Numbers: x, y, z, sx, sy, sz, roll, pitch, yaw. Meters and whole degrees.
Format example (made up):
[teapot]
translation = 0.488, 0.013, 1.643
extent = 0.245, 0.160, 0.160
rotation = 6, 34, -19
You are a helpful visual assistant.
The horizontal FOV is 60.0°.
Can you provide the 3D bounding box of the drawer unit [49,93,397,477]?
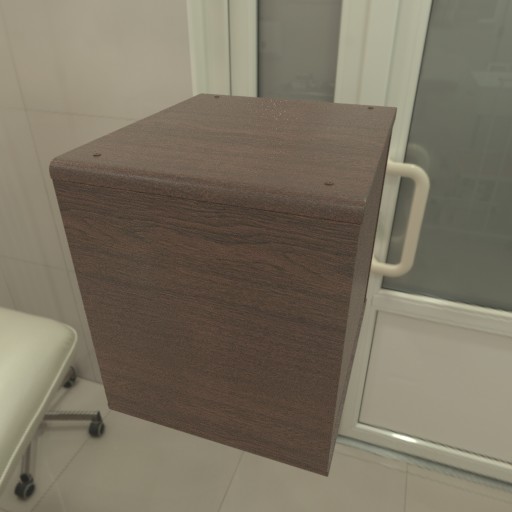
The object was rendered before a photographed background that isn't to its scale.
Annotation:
[drawer unit]
translation = 0.000, 0.000, 0.594
extent = 0.290, 0.344, 0.344
rotation = 10, 32, 16
